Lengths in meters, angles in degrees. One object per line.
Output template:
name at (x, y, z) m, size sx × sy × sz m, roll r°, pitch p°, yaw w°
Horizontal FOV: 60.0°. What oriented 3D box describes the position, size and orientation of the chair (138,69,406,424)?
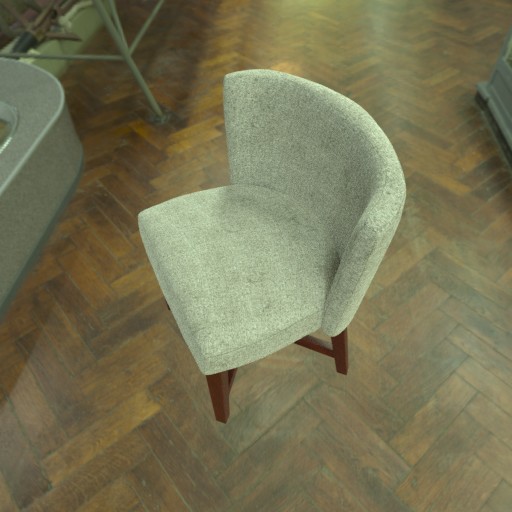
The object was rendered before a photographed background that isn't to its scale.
chair at (0.000, 0.000, 1.301) m, size 0.575 × 0.827 × 0.728 m, roll -20°, pitch 50°, yaw -17°
